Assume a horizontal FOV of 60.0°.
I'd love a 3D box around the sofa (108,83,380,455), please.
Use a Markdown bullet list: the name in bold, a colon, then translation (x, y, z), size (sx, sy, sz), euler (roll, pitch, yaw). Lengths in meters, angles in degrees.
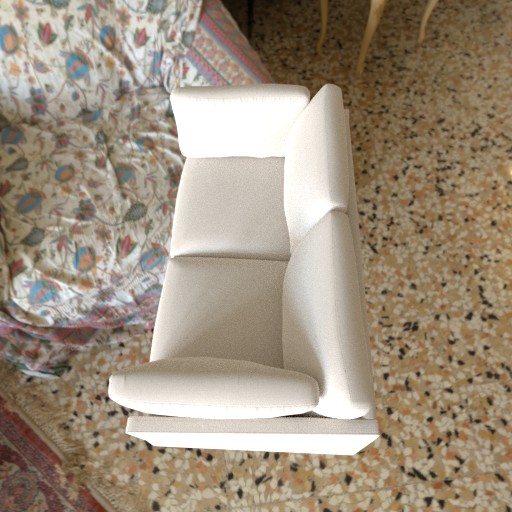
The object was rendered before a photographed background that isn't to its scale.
- **sofa**: translation (0.000, 0.000, 2.221), size (0.970, 0.836, 1.776), euler (2, 59, 1)
